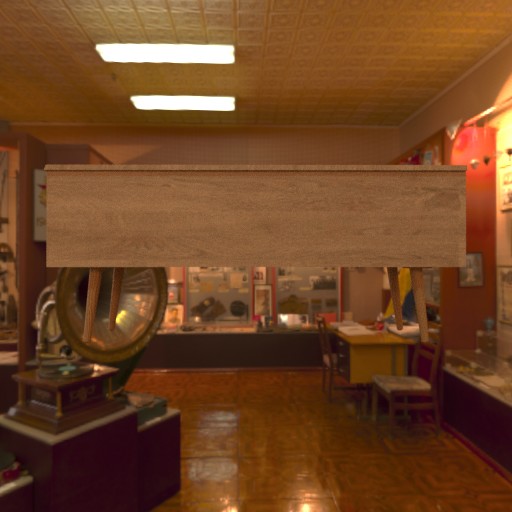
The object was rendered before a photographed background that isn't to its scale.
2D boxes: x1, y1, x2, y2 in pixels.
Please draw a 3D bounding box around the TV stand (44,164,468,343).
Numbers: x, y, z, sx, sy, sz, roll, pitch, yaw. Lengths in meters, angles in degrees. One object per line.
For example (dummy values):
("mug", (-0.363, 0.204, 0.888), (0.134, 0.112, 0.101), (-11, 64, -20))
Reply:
("TV stand", (0.000, 0.000, 1.569), (1.313, 0.565, 0.401), (0, 0, -1))
